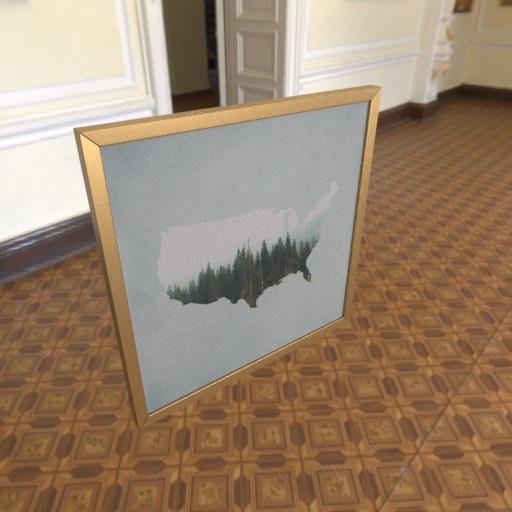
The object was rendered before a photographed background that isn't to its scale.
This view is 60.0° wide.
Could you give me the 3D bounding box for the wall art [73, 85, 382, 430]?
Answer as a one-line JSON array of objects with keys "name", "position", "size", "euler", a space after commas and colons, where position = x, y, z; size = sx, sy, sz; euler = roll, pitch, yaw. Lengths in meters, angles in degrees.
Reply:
[{"name": "wall art", "position": [0.000, 0.000, 1.149], "size": [0.762, 0.762, 0.038], "euler": [-20, 36, -30]}]
